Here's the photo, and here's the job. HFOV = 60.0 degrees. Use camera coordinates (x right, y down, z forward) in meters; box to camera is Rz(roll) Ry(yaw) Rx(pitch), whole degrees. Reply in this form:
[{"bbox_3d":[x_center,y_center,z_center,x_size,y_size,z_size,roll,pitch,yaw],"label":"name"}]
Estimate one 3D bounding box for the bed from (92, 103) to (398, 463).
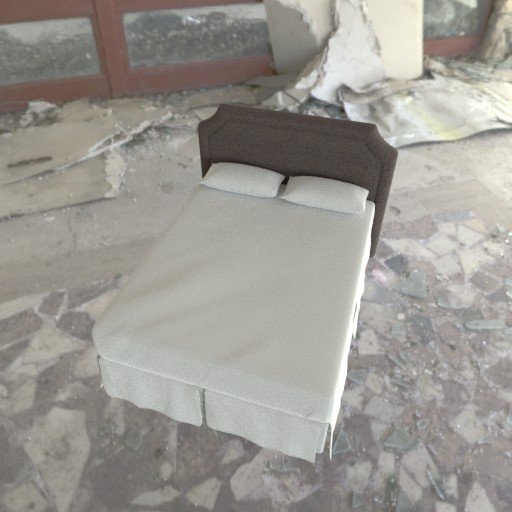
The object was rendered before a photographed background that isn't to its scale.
[{"bbox_3d":[0.000,0.000,3.218,1.693,1.290,2.116,12,43,13],"label":"bed"}]
